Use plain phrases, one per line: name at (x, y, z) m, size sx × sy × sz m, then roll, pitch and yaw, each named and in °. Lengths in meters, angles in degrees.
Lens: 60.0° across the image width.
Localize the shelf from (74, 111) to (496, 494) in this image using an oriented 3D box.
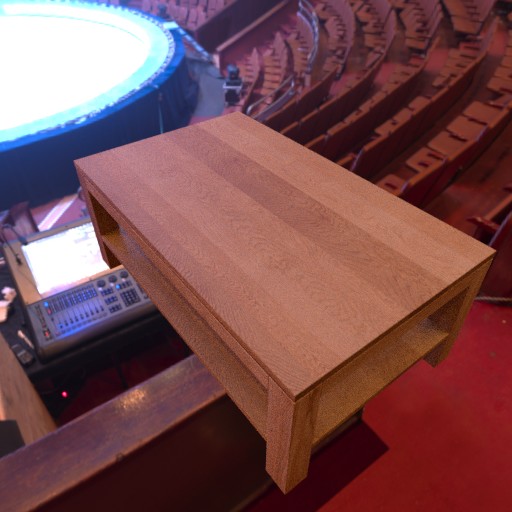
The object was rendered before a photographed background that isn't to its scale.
shelf at (0.000, 0.000, 1.486) m, size 0.700 × 0.450 × 1.150 m, roll -27°, pitch 47°, yaw -28°
